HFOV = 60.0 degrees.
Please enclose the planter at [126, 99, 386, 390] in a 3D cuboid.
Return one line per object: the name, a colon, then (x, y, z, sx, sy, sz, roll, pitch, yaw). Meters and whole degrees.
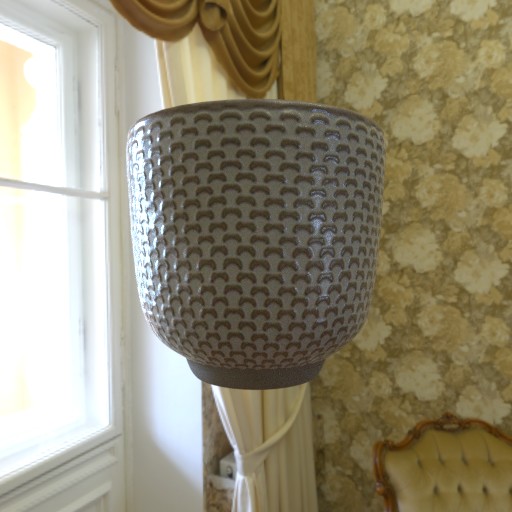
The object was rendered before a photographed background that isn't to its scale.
planter: (0.000, 0.000, 0.248, 0.139, 0.130, 0.139, 0, 1, 0)
